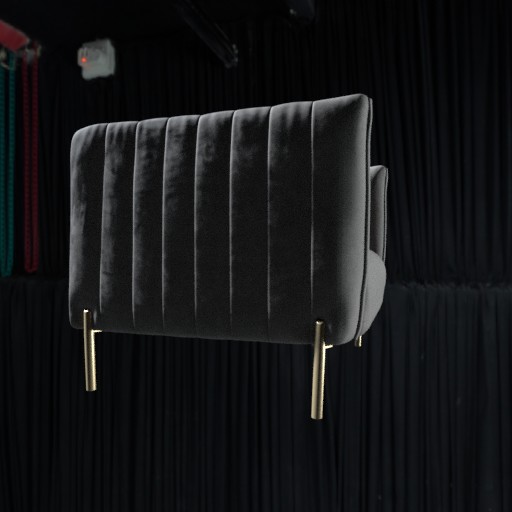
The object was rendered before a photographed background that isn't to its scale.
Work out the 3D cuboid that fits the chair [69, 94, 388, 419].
[{"bbox_3d":[0.000,0.000,1.591,0.873,0.779,0.981,0,0,19],"label":"chair"}]
